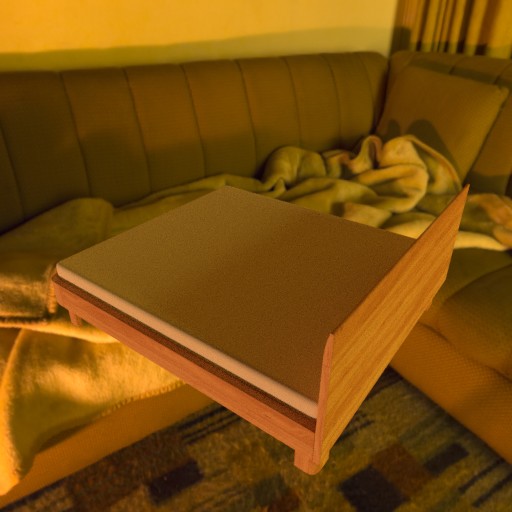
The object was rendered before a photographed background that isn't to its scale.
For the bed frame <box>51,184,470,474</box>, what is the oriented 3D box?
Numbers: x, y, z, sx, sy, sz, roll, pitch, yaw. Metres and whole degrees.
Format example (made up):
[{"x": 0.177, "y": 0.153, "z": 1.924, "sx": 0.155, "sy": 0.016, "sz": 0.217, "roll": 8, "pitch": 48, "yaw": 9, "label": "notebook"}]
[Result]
[{"x": 0.000, "y": 0.000, "z": 3.019, "sx": 2.092, "sy": 0.940, "sz": 1.872, "roll": 20, "pitch": 36, "yaw": 31, "label": "bed frame"}]
